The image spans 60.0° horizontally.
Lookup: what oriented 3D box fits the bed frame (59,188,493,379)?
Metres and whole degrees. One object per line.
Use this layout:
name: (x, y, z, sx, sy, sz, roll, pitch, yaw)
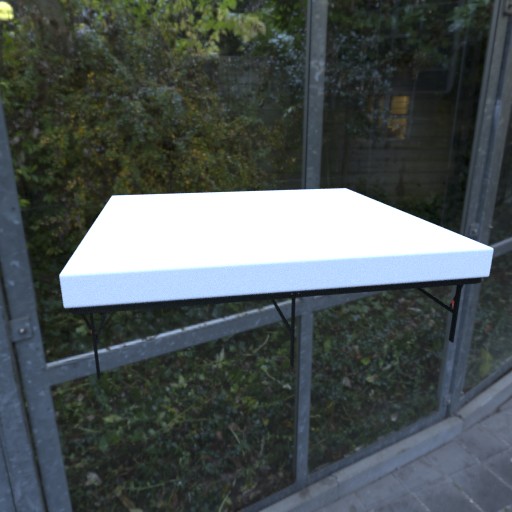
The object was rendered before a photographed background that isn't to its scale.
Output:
bed frame: (0.000, 0.000, 3.000, 2.032, 0.559, 1.930, -3, 18, -10)
